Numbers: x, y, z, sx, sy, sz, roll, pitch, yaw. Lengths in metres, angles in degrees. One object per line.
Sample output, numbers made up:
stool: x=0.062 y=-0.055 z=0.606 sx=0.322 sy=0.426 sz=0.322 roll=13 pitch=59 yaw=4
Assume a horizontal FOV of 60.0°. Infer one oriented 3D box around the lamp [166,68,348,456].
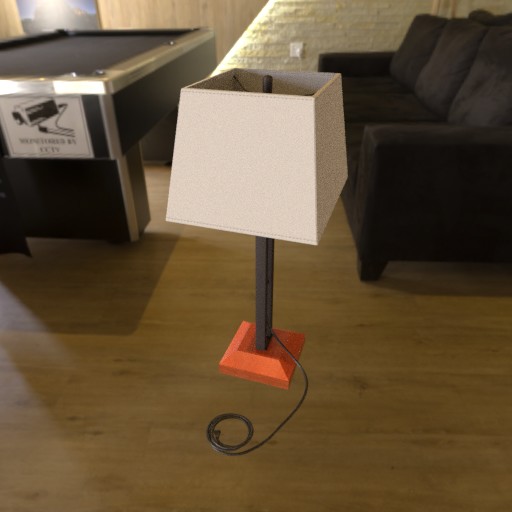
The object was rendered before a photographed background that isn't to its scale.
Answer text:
lamp: x=0.000 y=0.000 z=0.991 sx=0.310 sy=0.737 sz=0.498 roll=10 pitch=33 yaw=16
